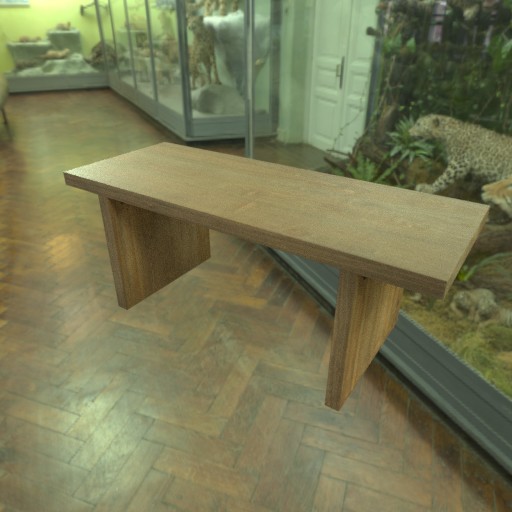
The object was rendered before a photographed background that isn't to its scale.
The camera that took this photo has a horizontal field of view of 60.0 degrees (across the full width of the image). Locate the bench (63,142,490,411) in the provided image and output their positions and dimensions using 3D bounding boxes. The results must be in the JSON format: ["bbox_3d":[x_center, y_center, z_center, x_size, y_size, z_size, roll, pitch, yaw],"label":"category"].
[{"bbox_3d":[0.000,0.000,1.404,1.183,0.458,0.458,18,33,30],"label":"bench"}]
